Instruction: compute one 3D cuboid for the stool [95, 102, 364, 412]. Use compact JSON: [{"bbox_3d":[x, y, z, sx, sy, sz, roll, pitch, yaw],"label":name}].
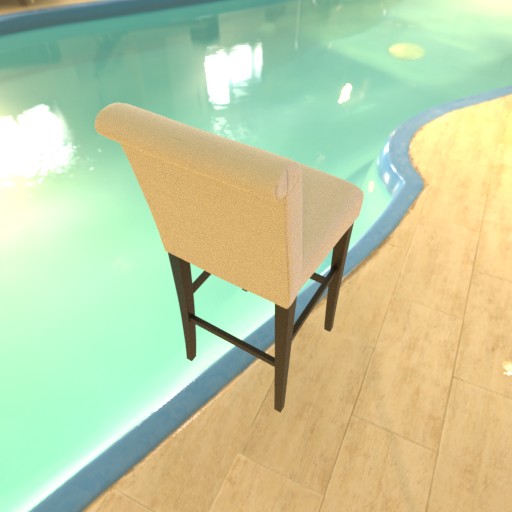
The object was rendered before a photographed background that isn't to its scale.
[{"bbox_3d":[0.000,0.000,1.414,0.452,1.124,0.597,24,51,21],"label":"stool"}]
